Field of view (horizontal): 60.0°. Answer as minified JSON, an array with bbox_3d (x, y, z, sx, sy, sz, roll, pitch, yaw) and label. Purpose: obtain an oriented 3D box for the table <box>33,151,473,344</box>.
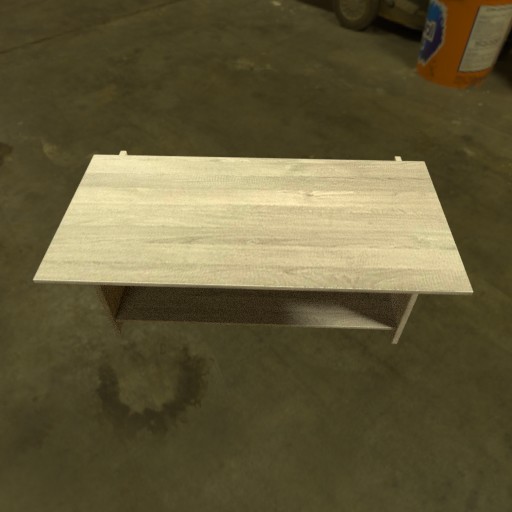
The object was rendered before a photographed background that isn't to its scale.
[{"bbox_3d":[0.000,0.000,1.454,1.000,0.570,0.712,1,47,1],"label":"table"}]
